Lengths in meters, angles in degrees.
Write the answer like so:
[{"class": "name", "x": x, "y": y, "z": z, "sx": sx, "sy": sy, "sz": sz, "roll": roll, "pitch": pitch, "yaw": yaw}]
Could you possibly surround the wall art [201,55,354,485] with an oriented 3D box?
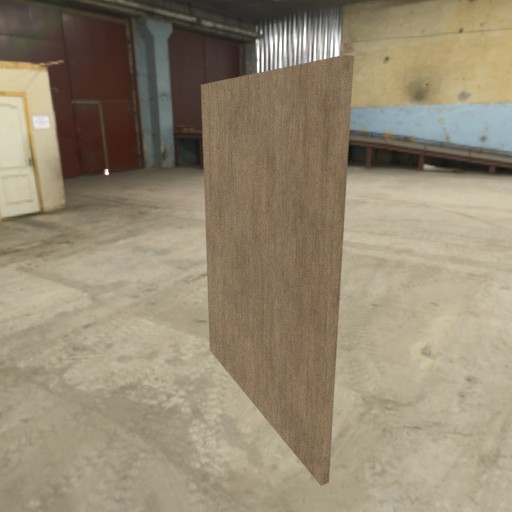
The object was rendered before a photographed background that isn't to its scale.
[{"class": "wall art", "x": 0.000, "y": 0.000, "z": 0.901, "sx": 0.018, "sy": 0.686, "sz": 0.534, "roll": -8, "pitch": 19, "yaw": -25}]
